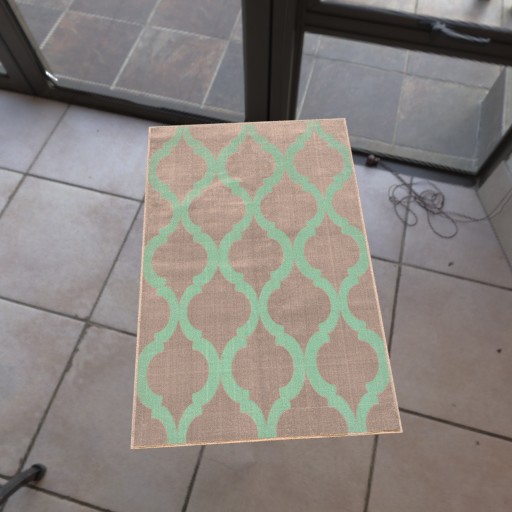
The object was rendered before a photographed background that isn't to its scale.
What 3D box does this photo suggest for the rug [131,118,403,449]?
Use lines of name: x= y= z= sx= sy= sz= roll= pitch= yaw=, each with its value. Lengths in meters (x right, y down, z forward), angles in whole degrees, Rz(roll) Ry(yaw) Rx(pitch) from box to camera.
rug: x=0.000 y=0.000 z=2.959 sx=1.524 sy=0.006 sz=2.286 roll=-3 pitch=65 yaw=-1
